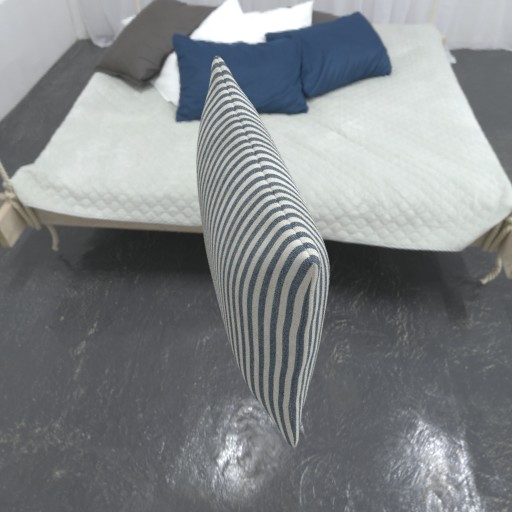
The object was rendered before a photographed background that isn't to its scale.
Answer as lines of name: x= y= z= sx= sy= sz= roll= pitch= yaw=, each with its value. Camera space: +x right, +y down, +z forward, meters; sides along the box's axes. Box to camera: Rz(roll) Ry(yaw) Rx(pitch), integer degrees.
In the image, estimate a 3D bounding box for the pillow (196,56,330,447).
pillow: x=0.000 y=0.000 z=0.806 sx=0.166 sy=0.510 sz=0.523 roll=-11 pitch=48 yaw=-10
